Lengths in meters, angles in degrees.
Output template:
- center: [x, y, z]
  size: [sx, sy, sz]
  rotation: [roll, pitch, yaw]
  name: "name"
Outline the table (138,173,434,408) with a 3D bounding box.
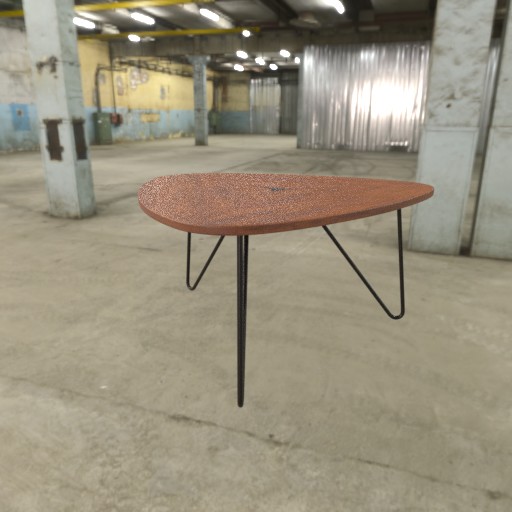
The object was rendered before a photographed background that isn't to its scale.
- center: [0.000, 0.000, 1.310]
  size: [0.833, 0.413, 0.821]
  rotation: [-15, 22, -41]
  name: "table"
